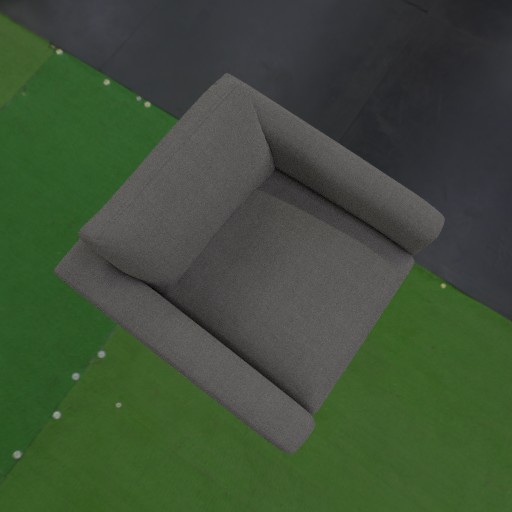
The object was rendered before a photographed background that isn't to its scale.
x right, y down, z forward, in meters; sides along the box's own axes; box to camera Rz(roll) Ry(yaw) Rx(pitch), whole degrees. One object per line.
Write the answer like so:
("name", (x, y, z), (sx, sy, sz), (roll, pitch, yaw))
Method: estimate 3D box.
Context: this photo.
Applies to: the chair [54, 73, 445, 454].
("chair", (0.000, 0.000, 1.822), (1.100, 0.847, 1.070), (35, 78, 9))
